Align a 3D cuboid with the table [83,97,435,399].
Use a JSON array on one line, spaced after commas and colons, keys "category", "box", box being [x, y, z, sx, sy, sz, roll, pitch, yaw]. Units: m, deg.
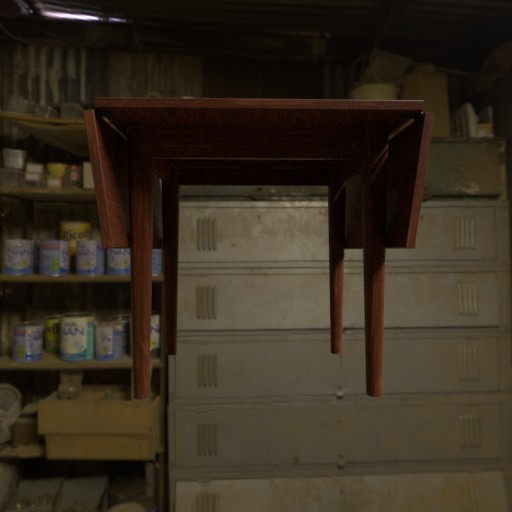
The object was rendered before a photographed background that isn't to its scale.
[{"category": "table", "box": [0.000, 0.000, 1.466, 0.843, 0.763, 0.812, 0, 1, -2]}]
